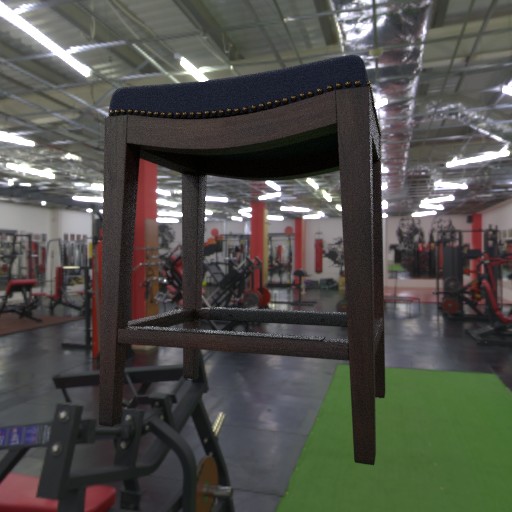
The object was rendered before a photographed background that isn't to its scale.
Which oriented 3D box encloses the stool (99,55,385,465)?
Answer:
[{"bbox_3d":[0.000,0.000,0.918,0.500,0.642,0.361,0,0,19],"label":"stool"}]
